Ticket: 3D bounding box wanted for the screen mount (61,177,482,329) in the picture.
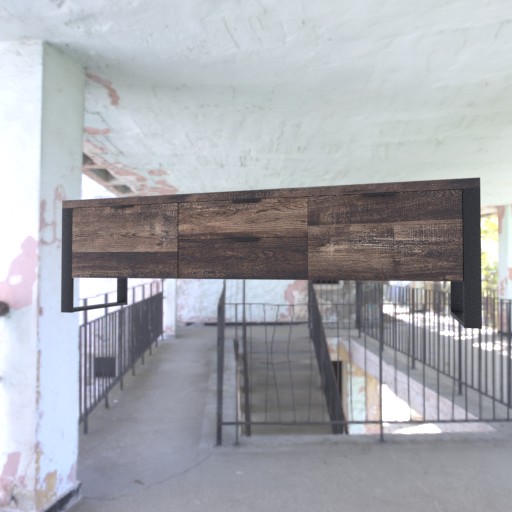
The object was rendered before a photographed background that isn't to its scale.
[{"bbox_3d":[0.000,0.000,1.726,1.524,0.450,0.395,0,-1,18],"label":"screen mount"}]
